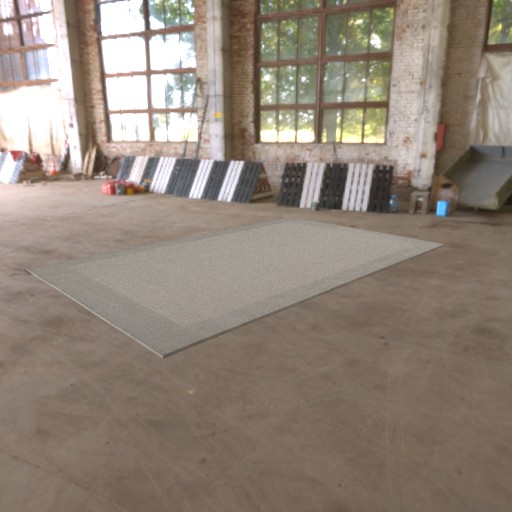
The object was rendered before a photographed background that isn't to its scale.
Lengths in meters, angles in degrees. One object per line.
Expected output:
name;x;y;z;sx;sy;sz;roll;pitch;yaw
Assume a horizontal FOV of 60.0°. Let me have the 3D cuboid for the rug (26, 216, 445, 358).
rug;0.000;0.000;2.995;2.438;0.014;1.524;-15;21;-42
